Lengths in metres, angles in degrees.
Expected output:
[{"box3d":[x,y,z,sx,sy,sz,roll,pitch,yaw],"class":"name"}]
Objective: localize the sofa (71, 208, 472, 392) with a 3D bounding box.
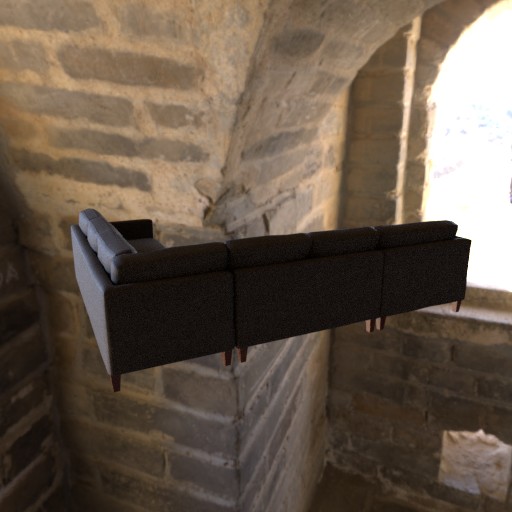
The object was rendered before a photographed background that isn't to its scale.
[{"box3d":[0.000,0.000,4.712,3.460,0.961,2.594,-7,16,-25],"class":"sofa"}]
